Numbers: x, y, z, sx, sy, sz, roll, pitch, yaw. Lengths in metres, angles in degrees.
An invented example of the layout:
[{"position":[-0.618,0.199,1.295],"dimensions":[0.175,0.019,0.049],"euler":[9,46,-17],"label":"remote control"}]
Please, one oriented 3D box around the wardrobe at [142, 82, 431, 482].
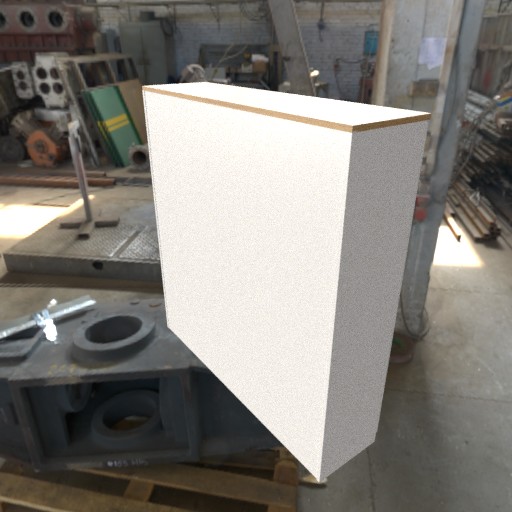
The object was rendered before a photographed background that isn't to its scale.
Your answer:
[{"position":[0.000,0.000,3.317],"dimensions":[0.590,2.260,2.160],"euler":[-18,32,-33],"label":"wardrobe"}]
